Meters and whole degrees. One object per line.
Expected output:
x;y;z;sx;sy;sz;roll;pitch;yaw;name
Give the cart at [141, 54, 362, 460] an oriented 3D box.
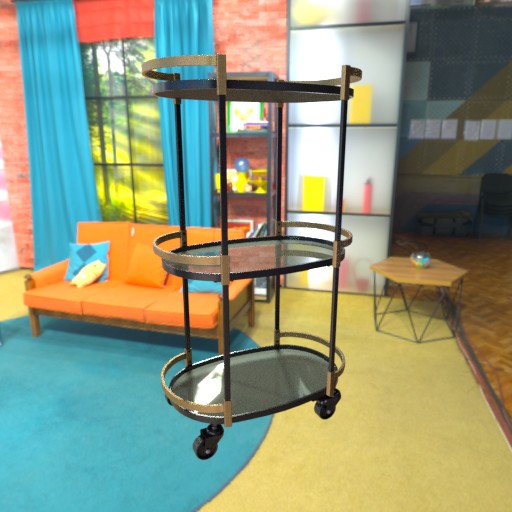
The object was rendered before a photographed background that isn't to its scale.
0.000;0.000;1.131;0.515;0.885;0.311;-7;17;-26;cart
